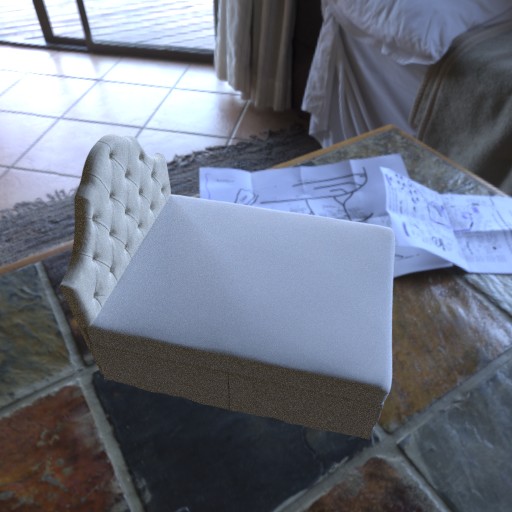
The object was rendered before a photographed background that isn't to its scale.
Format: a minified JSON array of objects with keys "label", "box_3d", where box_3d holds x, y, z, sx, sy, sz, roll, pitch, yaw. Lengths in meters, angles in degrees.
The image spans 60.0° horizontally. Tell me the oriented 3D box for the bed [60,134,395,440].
[{"label":"bed","box_3d":[0.000,0.000,3.202,2.092,1.575,1.627,10,46,9]}]
